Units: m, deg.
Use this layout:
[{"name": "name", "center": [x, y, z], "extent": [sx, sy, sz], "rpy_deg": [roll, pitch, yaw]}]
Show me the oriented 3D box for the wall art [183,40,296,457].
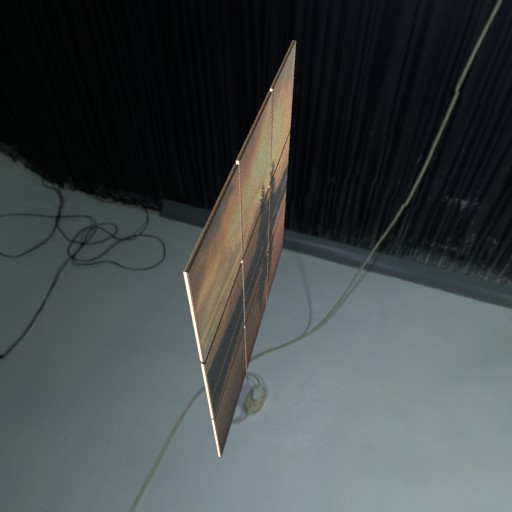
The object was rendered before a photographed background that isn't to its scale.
[{"name": "wall art", "center": [0.000, 0.000, 1.799], "extent": [0.013, 1.218, 1.216], "rpy_deg": [11, 49, 9]}]
